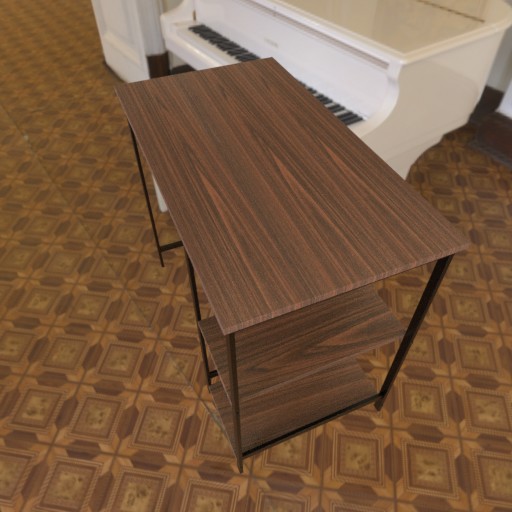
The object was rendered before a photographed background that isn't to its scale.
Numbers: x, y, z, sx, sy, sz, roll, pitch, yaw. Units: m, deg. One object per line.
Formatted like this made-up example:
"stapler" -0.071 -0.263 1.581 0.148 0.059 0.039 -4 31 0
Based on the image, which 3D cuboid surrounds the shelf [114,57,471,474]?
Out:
"shelf" 0.000 0.000 1.324 0.498 0.750 0.902 -17 49 -16
